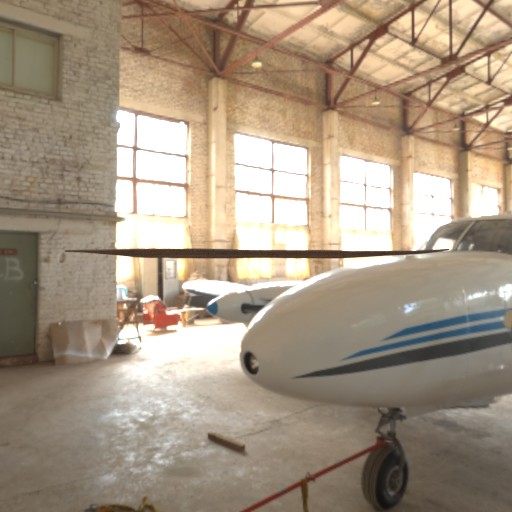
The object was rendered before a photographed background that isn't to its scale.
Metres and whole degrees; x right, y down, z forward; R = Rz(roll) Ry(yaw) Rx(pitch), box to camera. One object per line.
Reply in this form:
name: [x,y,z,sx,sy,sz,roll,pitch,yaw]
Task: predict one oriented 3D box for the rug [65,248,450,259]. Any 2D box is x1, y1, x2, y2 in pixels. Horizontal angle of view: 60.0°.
rug: [0.000,0.000,2.310,1.220,0.017,1.835,0,-1,0]
